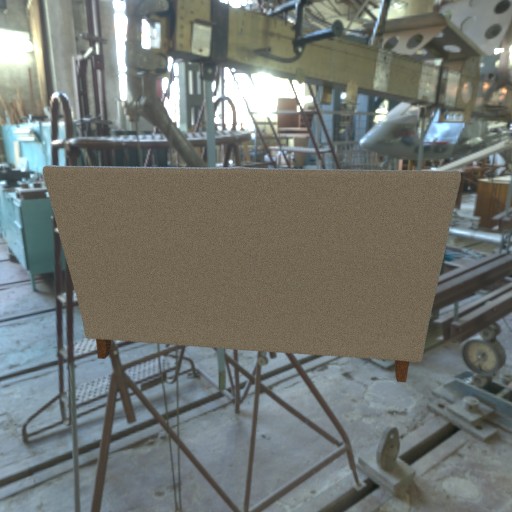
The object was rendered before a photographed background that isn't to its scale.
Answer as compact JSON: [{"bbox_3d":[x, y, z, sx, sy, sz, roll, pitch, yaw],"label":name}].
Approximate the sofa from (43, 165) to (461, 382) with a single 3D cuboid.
[{"bbox_3d":[0.000,0.000,2.074,1.482,0.890,0.888,2,16,8],"label":"sofa"}]
